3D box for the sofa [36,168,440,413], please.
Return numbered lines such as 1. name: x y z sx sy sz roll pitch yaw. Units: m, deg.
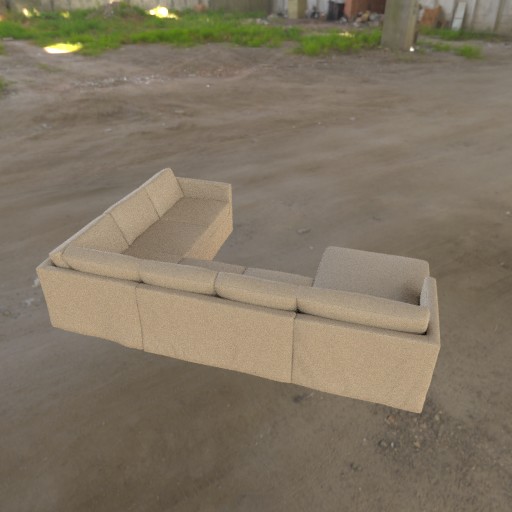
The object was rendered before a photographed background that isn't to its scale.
1. sofa: 0.000 0.000 4.679 3.528 0.878 2.476 9 32 15
